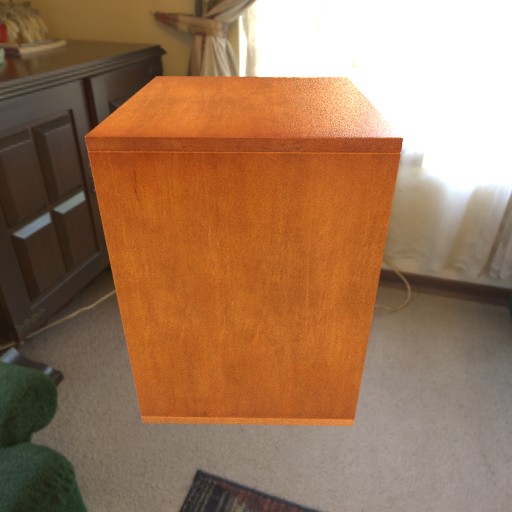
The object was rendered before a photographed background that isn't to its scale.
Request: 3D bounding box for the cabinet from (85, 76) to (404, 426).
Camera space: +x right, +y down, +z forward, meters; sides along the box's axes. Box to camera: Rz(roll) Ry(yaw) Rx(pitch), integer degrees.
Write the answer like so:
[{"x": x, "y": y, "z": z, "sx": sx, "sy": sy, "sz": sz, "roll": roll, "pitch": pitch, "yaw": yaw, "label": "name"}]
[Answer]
[{"x": 0.000, "y": 0.000, "z": 0.850, "sx": 0.401, "sy": 0.579, "sz": 0.409, "roll": 1, "pitch": 31, "yaw": 1, "label": "cabinet"}]
